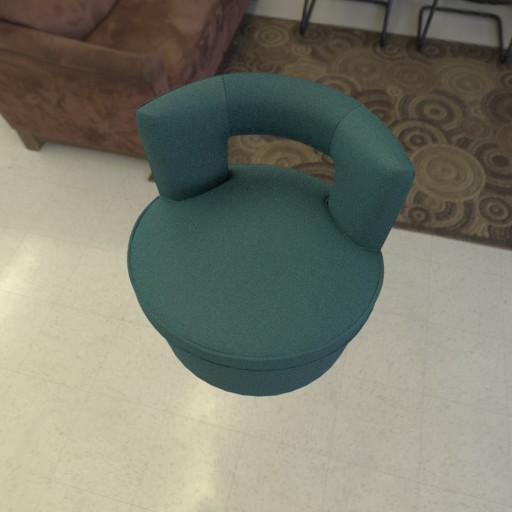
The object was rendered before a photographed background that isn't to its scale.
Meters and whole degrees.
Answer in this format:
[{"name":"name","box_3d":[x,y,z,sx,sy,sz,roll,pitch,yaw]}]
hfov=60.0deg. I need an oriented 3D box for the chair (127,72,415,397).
[{"name":"chair","box_3d":[0.000,0.000,1.223,0.684,0.711,0.660,15,59,9]}]
